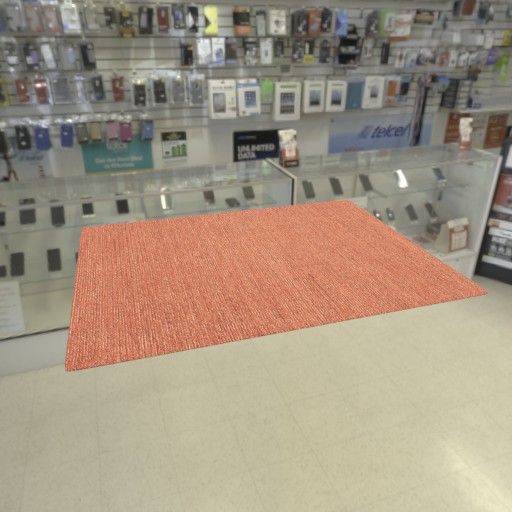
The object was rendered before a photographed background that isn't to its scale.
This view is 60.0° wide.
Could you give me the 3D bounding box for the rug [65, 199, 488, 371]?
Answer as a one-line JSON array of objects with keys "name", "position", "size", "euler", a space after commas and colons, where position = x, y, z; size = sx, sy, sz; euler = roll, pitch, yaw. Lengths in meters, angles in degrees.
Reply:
[{"name": "rug", "position": [0.000, 0.000, 2.750], "size": [2.112, 0.009, 1.594], "euler": [-8, 27, -15]}]
